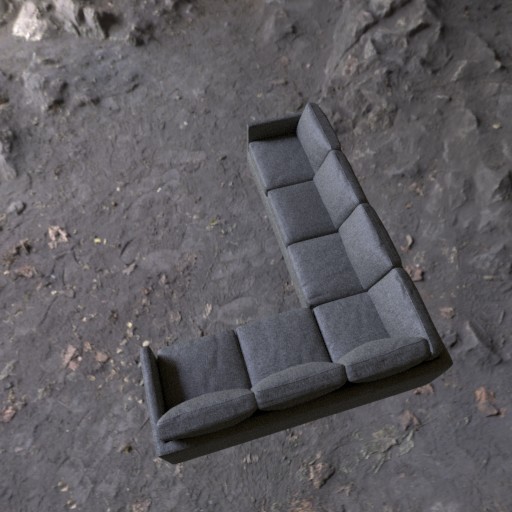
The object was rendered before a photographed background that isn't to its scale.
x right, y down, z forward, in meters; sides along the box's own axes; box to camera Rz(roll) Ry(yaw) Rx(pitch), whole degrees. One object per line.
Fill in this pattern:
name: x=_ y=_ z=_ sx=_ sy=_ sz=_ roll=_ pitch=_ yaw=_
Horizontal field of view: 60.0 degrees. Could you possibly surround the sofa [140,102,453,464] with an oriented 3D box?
sofa: x=0.000 y=0.000 z=4.560 sx=2.593 sy=0.947 sz=3.302 roll=-14 pitch=61 yaw=-8
